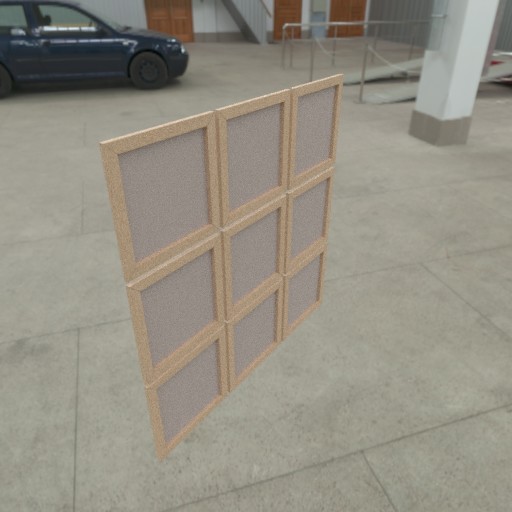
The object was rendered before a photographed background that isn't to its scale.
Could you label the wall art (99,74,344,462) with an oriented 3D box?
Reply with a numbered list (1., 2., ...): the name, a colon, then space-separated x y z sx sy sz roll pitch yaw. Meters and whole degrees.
1. wall art: 0.000 0.000 1.332 0.012 0.910 0.917 21 37 31
